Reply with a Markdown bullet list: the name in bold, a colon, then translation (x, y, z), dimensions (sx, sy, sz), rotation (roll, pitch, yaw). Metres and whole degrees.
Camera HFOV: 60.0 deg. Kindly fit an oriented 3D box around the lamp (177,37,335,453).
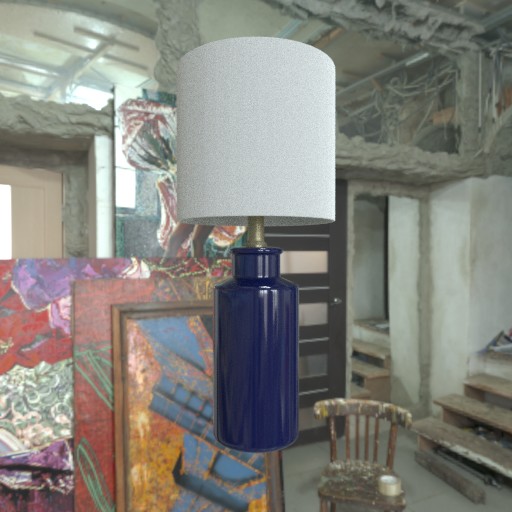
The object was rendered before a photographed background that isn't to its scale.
- **lamp**: translation (0.000, 0.000, 0.604), dimensions (0.212, 0.493, 0.212), rotation (0, 1, 34)
